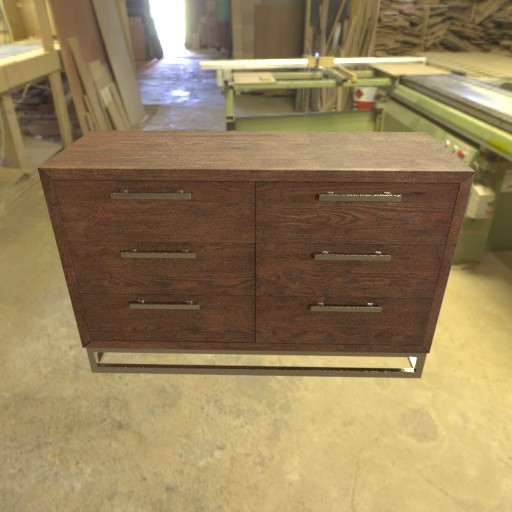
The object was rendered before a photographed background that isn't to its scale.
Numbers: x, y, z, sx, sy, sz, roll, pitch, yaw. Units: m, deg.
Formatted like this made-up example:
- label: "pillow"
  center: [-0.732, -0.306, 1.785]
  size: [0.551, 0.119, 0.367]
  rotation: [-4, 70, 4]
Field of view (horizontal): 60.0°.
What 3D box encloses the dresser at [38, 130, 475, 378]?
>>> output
- label: "dresser"
  center: [0.000, 0.000, 2.170]
  size: [1.646, 1.061, 0.623]
  rotation: [1, 30, 1]
